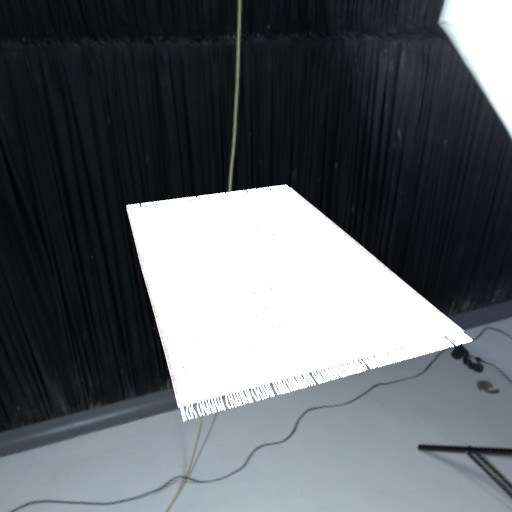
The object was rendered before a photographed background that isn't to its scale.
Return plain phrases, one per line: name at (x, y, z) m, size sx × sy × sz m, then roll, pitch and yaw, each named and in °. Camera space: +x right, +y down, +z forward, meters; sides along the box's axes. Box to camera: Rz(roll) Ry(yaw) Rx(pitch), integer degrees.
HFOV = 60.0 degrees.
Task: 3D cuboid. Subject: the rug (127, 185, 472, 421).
rug at (0.000, 0.000, 3.059) m, size 1.528 × 0.010 × 2.440 m, roll -10°, pitch 31°, yaw -17°
